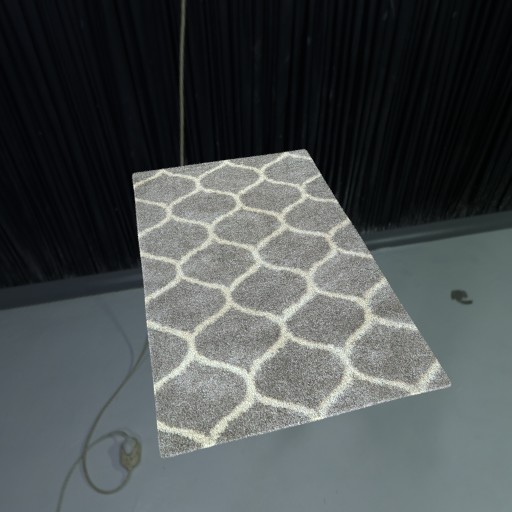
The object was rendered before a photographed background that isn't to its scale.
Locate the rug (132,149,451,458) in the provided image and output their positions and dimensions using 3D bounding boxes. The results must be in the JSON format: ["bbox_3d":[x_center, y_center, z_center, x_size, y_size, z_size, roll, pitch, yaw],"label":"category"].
[{"bbox_3d":[0.000,0.000,2.967,1.501,0.025,2.348,-10,46,-10],"label":"rug"}]
